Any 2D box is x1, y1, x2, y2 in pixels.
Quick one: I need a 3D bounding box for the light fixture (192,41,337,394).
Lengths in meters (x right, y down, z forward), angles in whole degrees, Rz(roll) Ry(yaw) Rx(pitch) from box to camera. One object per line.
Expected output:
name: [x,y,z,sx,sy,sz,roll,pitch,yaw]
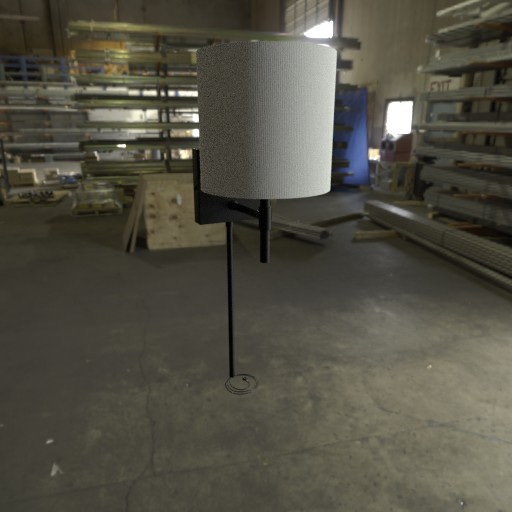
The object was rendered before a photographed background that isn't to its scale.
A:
light fixture: [0.000,0.000,0.710,0.188,0.589,0.248,-9,19,-26]
